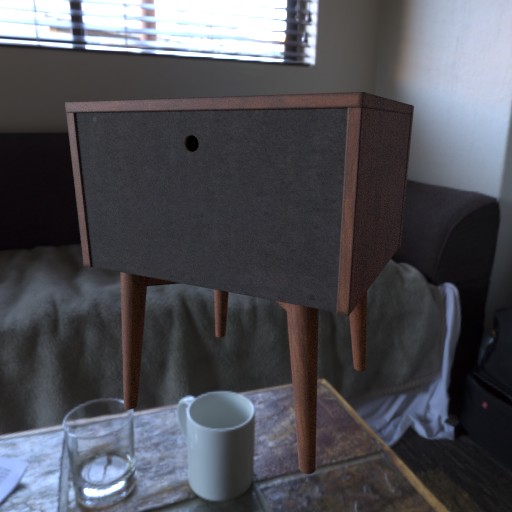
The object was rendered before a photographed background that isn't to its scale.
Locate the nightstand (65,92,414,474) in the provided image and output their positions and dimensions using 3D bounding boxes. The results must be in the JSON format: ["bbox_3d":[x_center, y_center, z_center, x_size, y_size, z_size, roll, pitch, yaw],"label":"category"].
[{"bbox_3d":[0.000,0.000,0.933,0.521,0.607,0.445,8,18,26],"label":"nightstand"}]
